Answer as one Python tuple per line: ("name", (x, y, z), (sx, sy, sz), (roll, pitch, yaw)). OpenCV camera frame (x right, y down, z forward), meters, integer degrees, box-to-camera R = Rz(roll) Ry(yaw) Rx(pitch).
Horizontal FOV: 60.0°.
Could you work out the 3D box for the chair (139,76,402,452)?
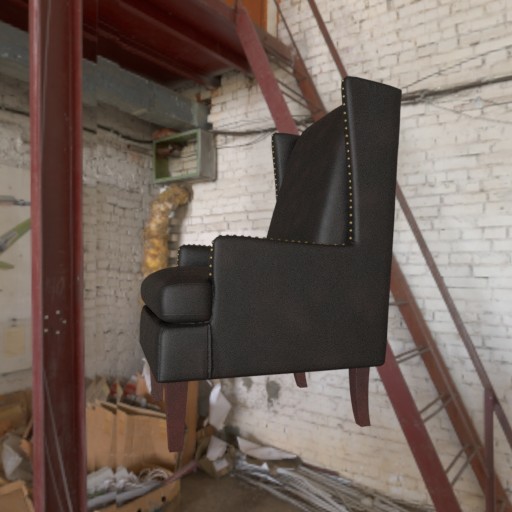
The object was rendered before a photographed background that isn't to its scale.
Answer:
("chair", (0.000, 0.000, 1.642), (0.799, 1.142, 0.703), (0, -1, -19))
